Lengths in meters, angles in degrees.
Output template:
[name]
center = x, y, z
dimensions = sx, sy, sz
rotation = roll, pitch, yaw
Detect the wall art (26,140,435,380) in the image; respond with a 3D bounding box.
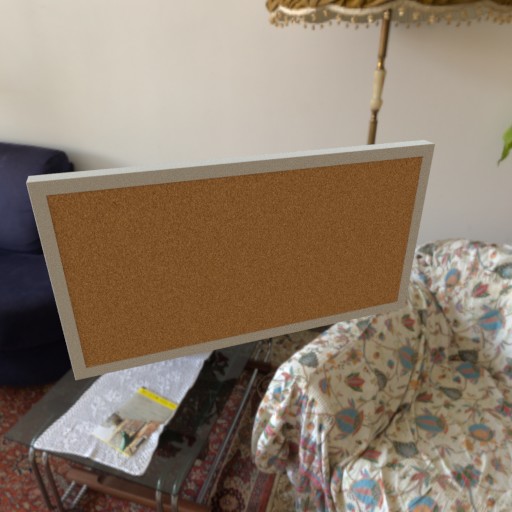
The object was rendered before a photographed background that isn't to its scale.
[wall art]
center = 0.000, 0.000, 0.962
dimensions = 0.812, 0.431, 0.038
rotation = -9, 29, -17
